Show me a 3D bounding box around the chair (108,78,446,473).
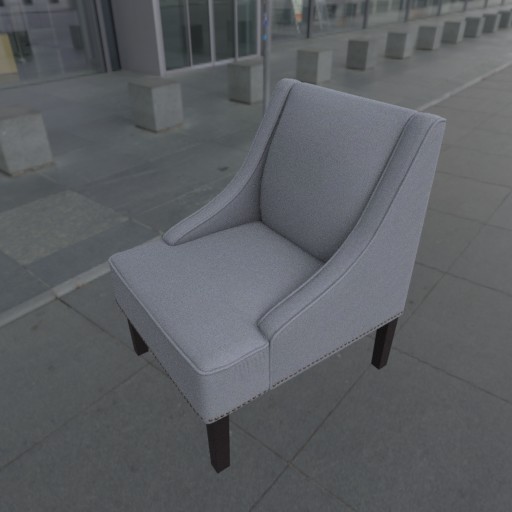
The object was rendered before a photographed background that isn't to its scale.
[{"bbox_3d":[0.000,0.000,1.358,0.747,0.867,0.631,-21,38,-29],"label":"chair"}]
